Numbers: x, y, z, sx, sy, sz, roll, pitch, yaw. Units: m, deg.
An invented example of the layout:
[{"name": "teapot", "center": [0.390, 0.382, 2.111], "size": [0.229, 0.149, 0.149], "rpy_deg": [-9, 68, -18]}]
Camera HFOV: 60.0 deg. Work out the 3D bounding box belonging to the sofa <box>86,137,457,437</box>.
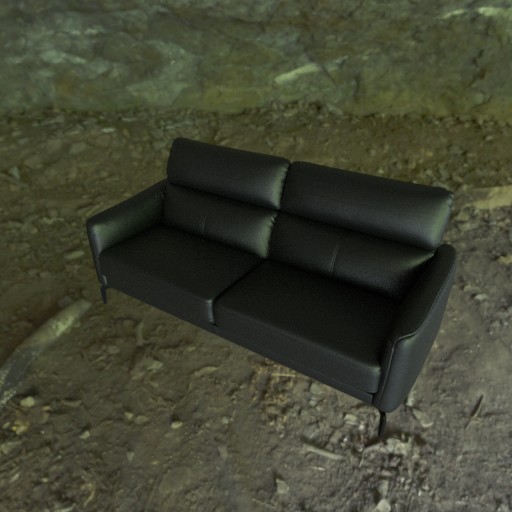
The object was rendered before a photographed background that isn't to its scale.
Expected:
[{"name": "sofa", "center": [0.000, 0.000, 2.574], "size": [2.069, 0.957, 0.856], "rpy_deg": [18, 34, 28]}]
